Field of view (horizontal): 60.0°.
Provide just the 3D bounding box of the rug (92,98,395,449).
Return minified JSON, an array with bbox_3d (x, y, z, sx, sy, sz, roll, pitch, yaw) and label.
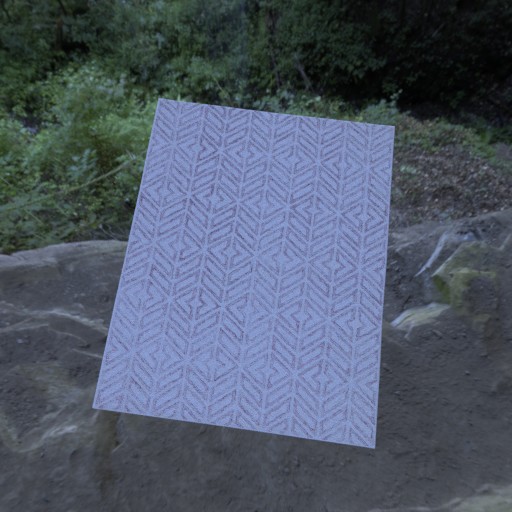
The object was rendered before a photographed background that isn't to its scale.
[{"bbox_3d":[0.000,0.000,4.130,2.421,0.008,3.045,7,76,2],"label":"rug"}]
